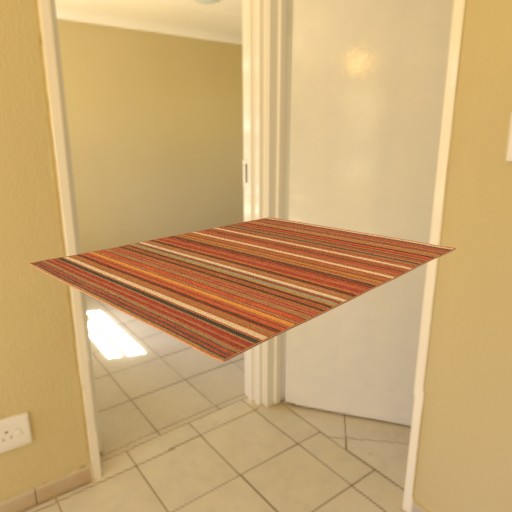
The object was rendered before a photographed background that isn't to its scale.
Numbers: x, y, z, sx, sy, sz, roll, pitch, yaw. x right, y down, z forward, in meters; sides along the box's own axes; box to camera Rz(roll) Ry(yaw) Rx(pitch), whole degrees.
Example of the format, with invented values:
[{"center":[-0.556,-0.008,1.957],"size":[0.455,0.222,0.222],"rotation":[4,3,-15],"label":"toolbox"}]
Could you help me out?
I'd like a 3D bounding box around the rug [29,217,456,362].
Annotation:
[{"center":[0.000,0.000,4.061],"size":[2.479,0.023,3.092],"rotation":[14,21,42],"label":"rug"}]
